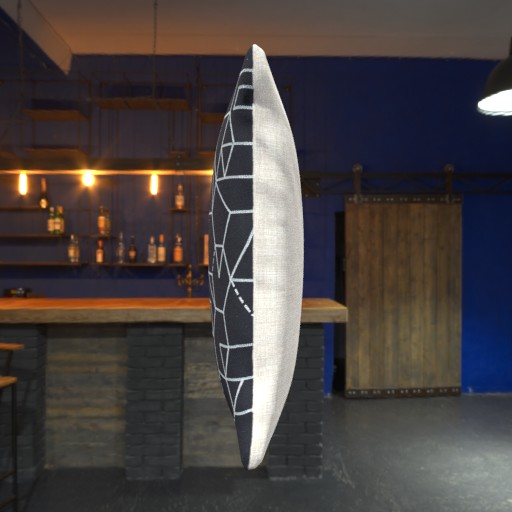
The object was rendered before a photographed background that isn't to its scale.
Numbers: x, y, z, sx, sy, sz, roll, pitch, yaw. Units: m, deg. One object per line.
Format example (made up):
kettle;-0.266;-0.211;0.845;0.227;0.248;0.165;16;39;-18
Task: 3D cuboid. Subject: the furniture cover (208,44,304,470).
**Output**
furniture cover;0.000;0.000;0.779;0.158;0.508;0.517;0;0;0
